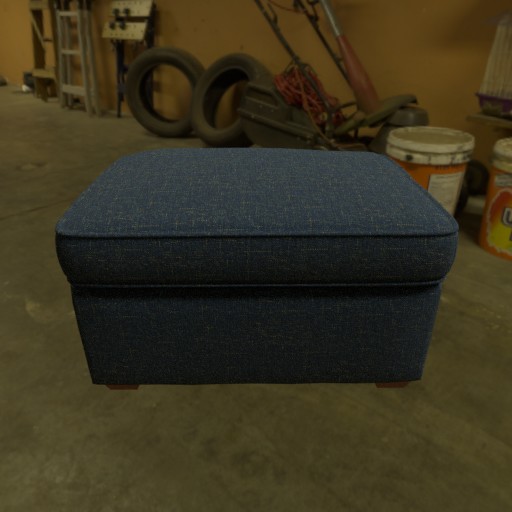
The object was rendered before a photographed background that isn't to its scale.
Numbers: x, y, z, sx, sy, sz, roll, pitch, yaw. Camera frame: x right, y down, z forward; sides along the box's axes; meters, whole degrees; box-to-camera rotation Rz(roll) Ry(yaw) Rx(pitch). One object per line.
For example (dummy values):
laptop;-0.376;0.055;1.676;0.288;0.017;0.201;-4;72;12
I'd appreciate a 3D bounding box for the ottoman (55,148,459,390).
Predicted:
ottoman;0.000;0.000;1.086;0.749;0.450;0.549;0;28;-1
